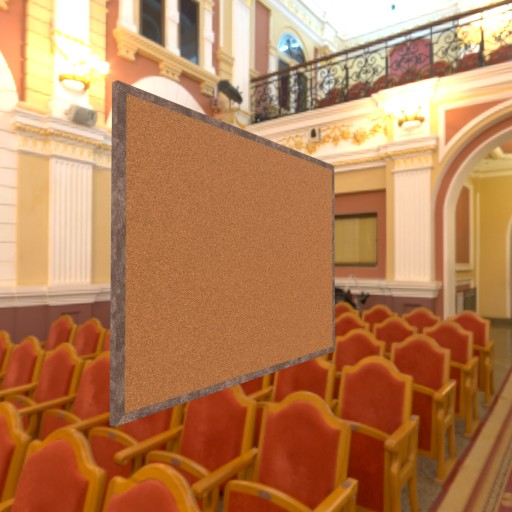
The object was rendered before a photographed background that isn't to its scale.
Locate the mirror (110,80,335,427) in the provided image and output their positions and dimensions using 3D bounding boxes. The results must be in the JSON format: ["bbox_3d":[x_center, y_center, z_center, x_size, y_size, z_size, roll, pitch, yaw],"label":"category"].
[{"bbox_3d":[0.000,0.000,1.464,0.022,0.795,1.101,-1,-1,37],"label":"mirror"}]
